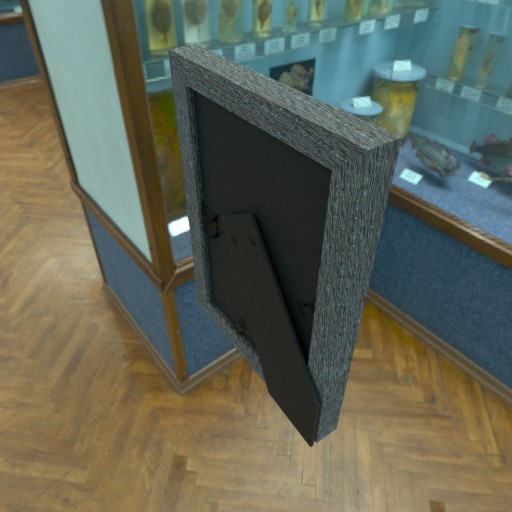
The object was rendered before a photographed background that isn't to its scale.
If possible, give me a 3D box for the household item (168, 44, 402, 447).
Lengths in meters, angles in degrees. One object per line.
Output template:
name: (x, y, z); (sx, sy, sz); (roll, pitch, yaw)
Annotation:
household item: (0.000, 0.000, 0.237); (0.020, 0.180, 0.133); (-25, 46, -27)
